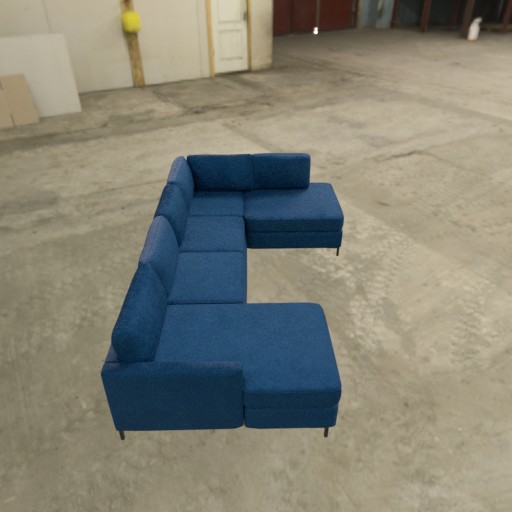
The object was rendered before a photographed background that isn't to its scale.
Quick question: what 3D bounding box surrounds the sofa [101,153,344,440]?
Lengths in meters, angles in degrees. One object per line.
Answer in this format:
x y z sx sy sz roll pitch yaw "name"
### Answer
0.000 0.000 4.365 2.055 0.992 3.434 -1 33 -1 "sofa"
